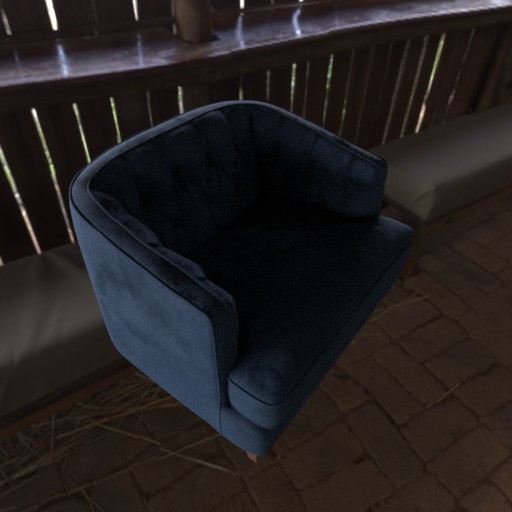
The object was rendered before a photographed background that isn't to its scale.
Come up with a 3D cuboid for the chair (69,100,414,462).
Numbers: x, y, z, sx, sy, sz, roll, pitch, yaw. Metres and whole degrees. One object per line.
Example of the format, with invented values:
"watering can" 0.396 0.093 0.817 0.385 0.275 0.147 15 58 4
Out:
"chair" 0.000 0.000 1.738 0.940 0.852 1.094 26 47 27
